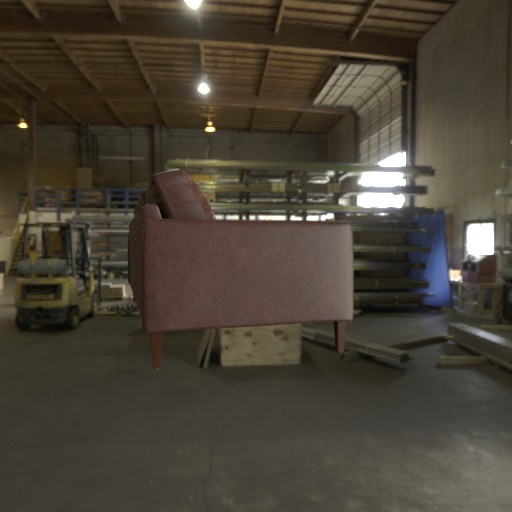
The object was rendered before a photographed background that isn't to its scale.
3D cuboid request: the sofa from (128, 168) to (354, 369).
[{"bbox_3d":[0.000,0.000,2.992,1.613,0.841,2.185,-1,2,-18],"label":"sofa"}]
